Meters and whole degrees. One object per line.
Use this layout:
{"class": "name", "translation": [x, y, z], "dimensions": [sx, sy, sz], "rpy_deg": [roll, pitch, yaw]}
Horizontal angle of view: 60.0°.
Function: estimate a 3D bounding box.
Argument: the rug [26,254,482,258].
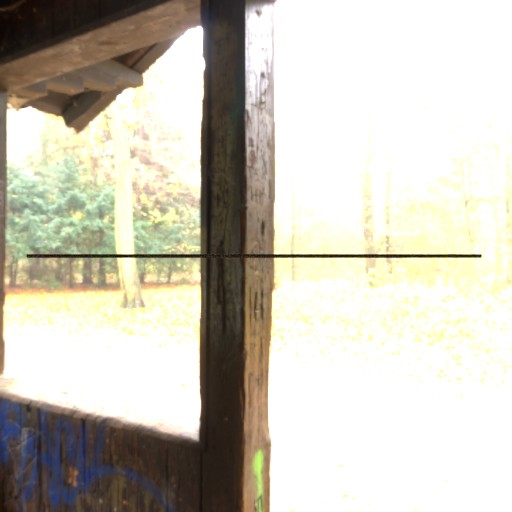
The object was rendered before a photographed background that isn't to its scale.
{"class": "rug", "translation": [0.000, 0.000, 4.099], "dimensions": [3.000, 0.025, 2.401], "rpy_deg": [0, 0, 2]}
